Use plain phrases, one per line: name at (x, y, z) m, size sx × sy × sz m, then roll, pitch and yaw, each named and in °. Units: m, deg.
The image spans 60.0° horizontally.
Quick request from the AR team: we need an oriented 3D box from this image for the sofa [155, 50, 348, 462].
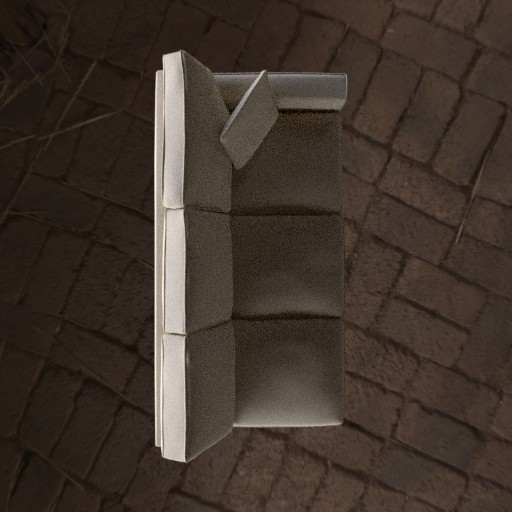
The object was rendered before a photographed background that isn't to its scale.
sofa at (0.000, 0.000, 2.529) m, size 1.034 × 0.946 × 1.963 m, roll 0°, pitch 90°, yaw -1°
